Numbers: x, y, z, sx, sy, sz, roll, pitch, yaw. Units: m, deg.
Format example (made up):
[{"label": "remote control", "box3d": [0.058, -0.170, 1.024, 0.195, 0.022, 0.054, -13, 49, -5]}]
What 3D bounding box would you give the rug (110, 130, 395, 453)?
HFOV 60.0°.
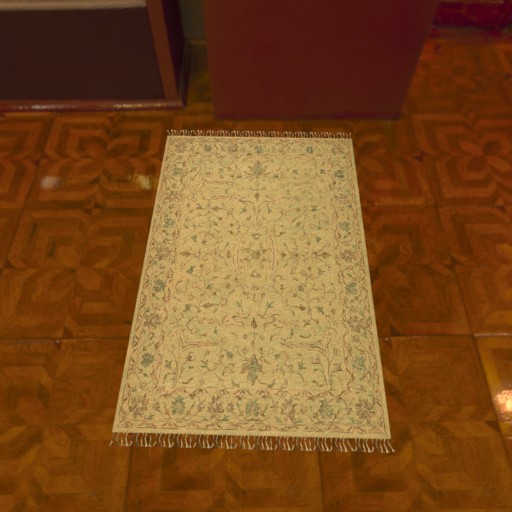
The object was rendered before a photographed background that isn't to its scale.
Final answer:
[{"label": "rug", "box3d": [0.000, 0.000, 3.007, 1.544, 0.010, 2.435, 1, 58, 1]}]
